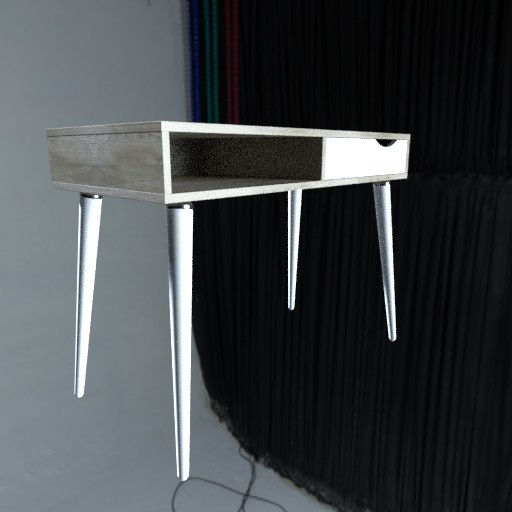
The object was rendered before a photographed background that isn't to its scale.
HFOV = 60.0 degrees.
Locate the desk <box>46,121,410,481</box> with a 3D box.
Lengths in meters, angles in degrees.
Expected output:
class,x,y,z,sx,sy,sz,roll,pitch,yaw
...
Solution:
class,x,y,z,sx,sy,sz,roll,pitch,yaw
desk,0.000,0.000,1.343,0.491,0.723,0.979,12,18,41
